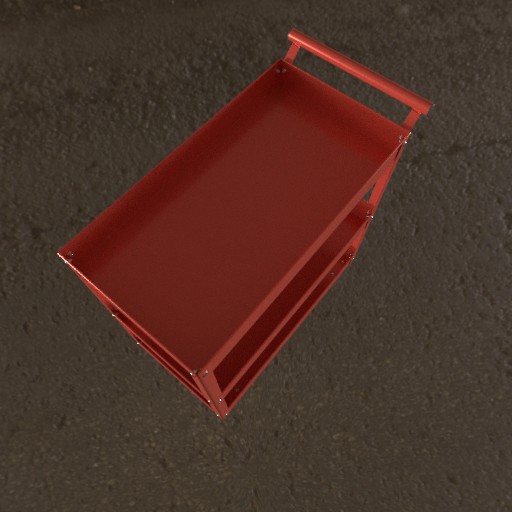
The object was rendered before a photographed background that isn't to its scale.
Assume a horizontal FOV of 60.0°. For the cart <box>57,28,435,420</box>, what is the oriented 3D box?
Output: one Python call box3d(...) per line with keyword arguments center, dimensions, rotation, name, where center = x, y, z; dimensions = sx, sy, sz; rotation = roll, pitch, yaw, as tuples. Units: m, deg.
box3d(center=(0.000, 0.000, 1.186), dimensions=(0.366, 0.780, 0.719), rotation=(37, 69, 16), name="cart")
